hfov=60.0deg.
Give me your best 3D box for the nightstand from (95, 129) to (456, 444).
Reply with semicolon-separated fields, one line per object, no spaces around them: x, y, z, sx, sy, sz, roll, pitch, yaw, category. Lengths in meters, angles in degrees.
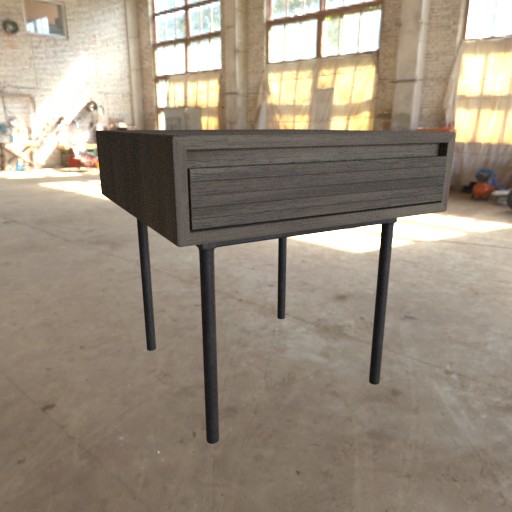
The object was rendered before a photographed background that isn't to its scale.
0.000;0.000;0.916;0.502;0.497;0.503;-9;19;-28;nightstand
